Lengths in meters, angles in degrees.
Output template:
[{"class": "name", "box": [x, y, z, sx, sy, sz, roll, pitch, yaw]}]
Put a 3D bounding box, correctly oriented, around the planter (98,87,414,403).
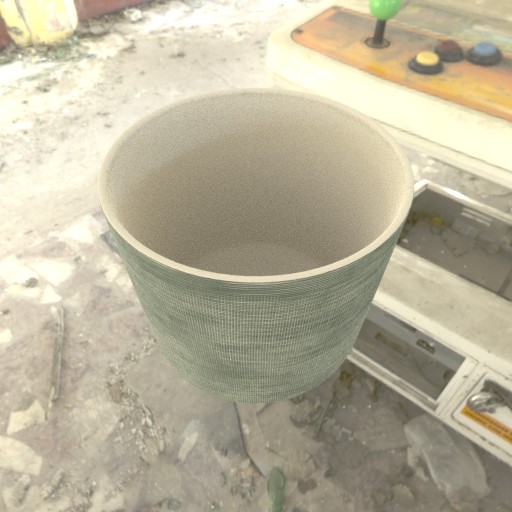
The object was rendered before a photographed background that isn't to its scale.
[{"class": "planter", "box": [0.000, 0.000, 0.778, 0.440, 0.398, 0.440, 0, 48, 0]}]
